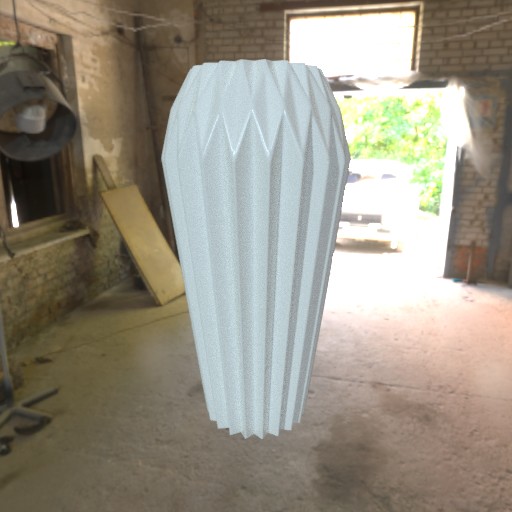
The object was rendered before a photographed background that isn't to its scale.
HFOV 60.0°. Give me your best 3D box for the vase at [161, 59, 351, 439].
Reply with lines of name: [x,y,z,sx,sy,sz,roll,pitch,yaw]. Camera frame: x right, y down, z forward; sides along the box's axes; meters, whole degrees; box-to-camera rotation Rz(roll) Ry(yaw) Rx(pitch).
vase: [0.000,0.000,0.336,0.133,0.263,0.133,0,15,0]
